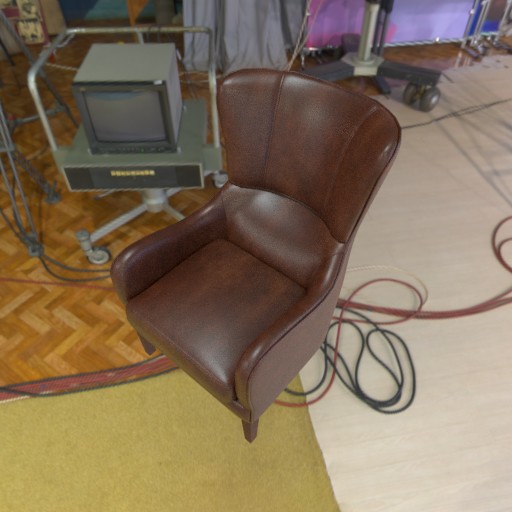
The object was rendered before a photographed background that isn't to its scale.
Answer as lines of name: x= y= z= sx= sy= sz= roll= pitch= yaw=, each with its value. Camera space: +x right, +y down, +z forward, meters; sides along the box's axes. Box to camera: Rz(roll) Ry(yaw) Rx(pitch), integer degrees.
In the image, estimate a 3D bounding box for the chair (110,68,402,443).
chair: x=0.000 y=0.000 z=1.673 sx=0.692 sy=1.048 sz=0.914 roll=32 pitch=54 yaw=26
